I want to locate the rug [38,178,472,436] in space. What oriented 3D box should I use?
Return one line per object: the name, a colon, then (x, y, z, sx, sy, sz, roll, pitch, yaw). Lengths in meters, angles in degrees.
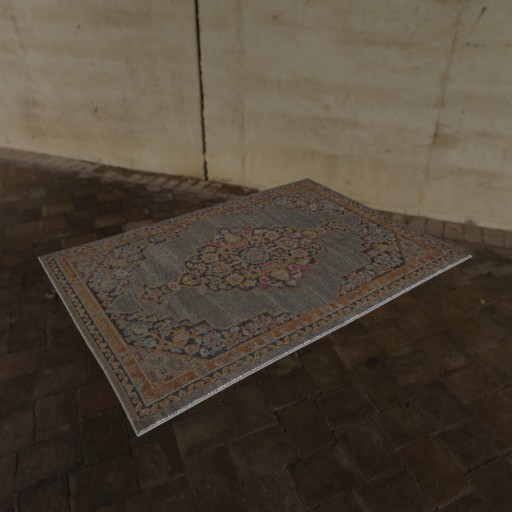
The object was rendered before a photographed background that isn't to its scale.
rug: (0.000, 0.000, 3.610, 2.901, 0.026, 2.043, -21, 38, -29)
